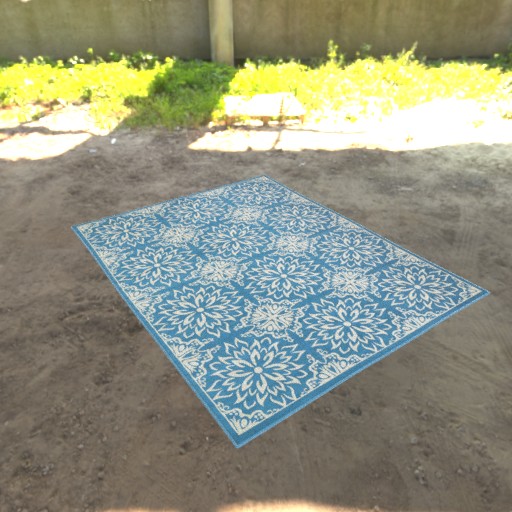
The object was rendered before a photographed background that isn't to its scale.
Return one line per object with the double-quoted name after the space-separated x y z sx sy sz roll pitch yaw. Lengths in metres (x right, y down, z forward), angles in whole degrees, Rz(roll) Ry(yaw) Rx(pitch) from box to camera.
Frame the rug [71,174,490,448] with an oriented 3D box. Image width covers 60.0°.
0.000 0.000 3.881 2.350 0.018 2.964 -21 38 -29 "rug"
